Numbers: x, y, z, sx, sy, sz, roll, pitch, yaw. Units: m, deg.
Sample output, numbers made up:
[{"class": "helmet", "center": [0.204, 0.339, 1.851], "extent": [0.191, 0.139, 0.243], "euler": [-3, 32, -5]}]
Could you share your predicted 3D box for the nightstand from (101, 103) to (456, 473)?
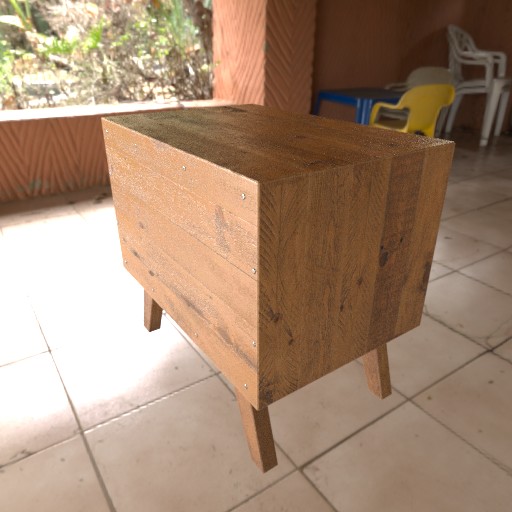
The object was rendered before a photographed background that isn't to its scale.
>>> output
[{"class": "nightstand", "center": [0.000, 0.000, 1.062], "extent": [0.450, 0.599, 0.650], "euler": [-17, 31, -31]}]
